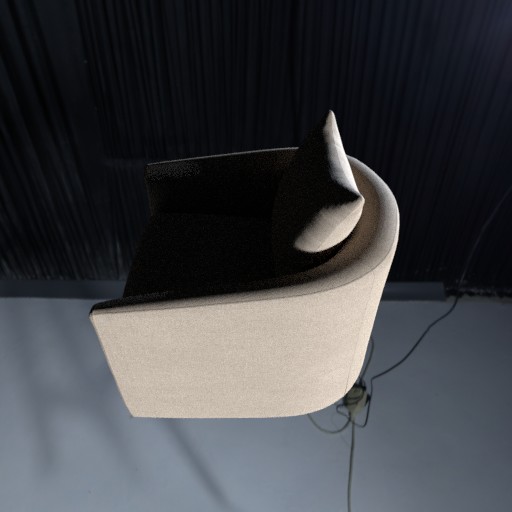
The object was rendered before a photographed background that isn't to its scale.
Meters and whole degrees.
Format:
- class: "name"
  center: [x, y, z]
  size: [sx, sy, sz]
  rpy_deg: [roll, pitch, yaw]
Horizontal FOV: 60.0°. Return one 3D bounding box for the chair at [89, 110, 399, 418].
- class: "chair"
  center: [0.000, 0.000, 1.593]
  size: [0.910, 0.848, 0.845]
  rpy_deg: [0, 41, 0]
